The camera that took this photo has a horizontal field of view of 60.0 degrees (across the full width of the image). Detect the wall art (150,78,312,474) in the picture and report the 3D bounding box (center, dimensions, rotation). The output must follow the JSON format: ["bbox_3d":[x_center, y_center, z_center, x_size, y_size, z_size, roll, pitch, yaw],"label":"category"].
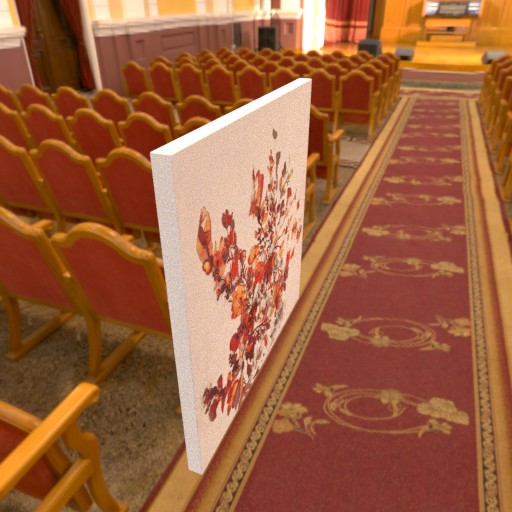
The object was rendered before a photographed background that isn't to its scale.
[{"bbox_3d":[0.000,0.000,1.144,0.037,0.757,0.757,11,32,19],"label":"wall art"}]
